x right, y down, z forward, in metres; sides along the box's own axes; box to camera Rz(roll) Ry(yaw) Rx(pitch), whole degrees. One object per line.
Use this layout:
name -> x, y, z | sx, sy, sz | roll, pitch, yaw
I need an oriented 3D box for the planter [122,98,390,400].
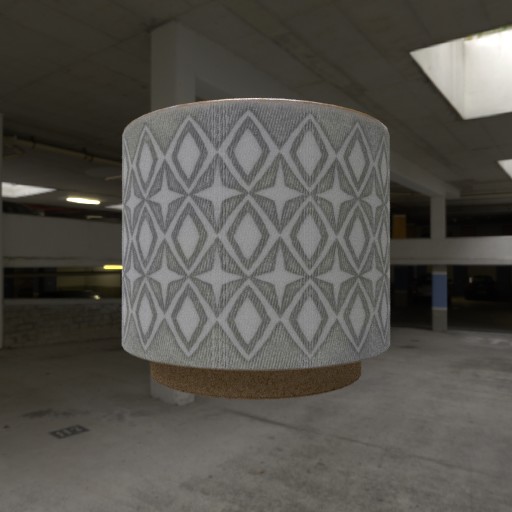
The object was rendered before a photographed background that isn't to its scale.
planter -> 0.000, 0.000, 0.440 | 0.255, 0.223, 0.255 | 0, 0, 0
